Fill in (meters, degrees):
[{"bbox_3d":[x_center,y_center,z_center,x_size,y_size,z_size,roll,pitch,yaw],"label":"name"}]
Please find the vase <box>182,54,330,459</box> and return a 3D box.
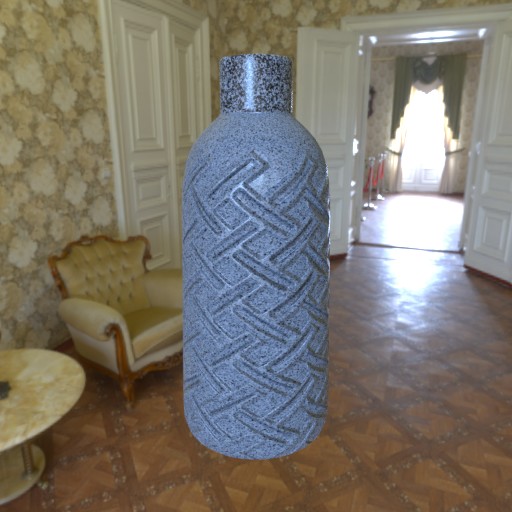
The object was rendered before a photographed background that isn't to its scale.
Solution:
[{"bbox_3d":[0.000,0.000,0.345,0.122,0.282,0.122,0,15,0],"label":"vase"}]
